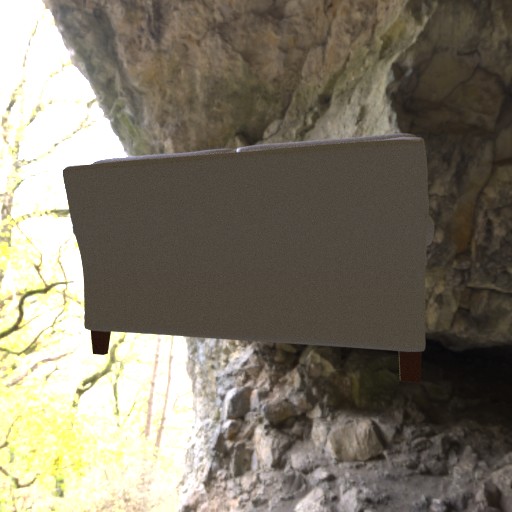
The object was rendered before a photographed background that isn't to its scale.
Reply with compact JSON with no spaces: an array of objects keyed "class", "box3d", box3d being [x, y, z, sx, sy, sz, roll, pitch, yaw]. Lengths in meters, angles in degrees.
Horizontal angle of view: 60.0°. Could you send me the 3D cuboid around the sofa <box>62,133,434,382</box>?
[{"class":"sofa","box3d":[0.000,0.000,2.513,1.853,1.101,1.084,0,0,19]}]
